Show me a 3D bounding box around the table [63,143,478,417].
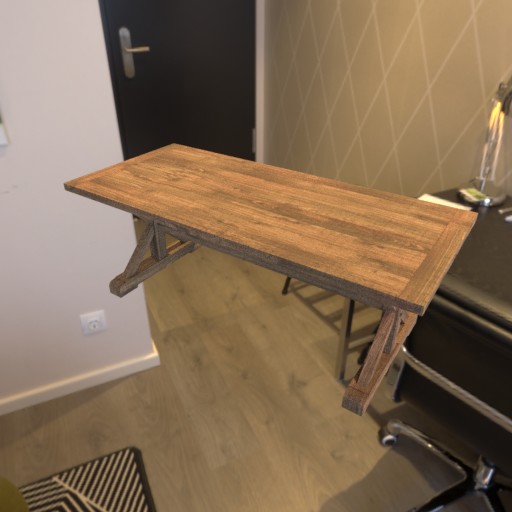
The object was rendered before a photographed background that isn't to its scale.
[{"bbox_3d":[0.000,0.000,2.539,2.031,0.733,0.907,19,36,29],"label":"table"}]
